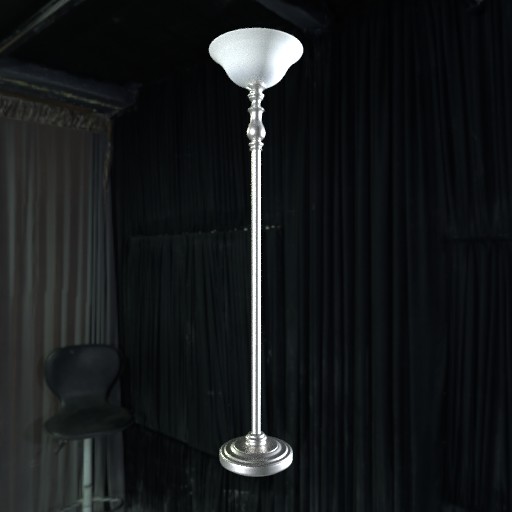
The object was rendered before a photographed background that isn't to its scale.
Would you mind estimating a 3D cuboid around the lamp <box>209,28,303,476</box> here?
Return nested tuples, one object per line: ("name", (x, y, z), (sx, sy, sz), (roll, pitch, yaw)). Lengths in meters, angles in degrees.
("lamp", (0.000, 0.000, 1.921), (0.405, 1.771, 0.405), (0, 0, 35))
